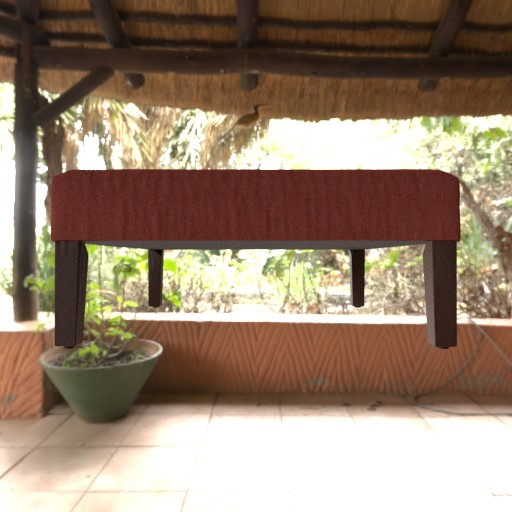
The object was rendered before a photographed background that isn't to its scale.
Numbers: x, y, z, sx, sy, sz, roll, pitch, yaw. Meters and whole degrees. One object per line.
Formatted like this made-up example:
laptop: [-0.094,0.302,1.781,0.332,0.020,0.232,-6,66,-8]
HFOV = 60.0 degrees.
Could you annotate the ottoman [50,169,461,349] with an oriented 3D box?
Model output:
ottoman: [0.000,0.000,1.390,0.889,0.411,0.890,0,0,0]
